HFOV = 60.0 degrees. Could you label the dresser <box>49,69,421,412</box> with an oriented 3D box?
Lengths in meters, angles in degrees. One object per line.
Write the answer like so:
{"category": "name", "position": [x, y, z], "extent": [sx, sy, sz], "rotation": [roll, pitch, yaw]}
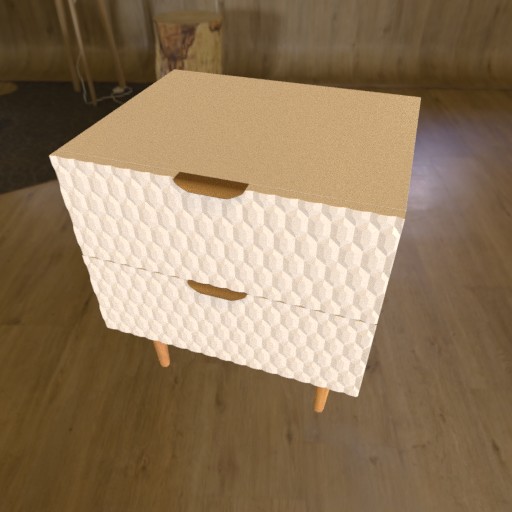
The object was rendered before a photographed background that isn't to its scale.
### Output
{"category": "dresser", "position": [0.000, 0.000, 0.911], "extent": [0.503, 0.568, 0.414], "rotation": [12, 42, 14]}
